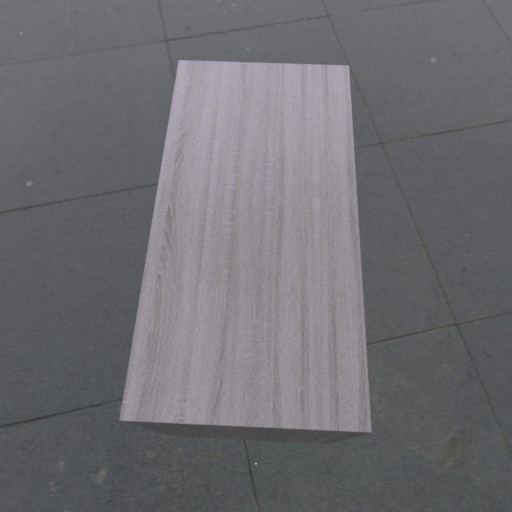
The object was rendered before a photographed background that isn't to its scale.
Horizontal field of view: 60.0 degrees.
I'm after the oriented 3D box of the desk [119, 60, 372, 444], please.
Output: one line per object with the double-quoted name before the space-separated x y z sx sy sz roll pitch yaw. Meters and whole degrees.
"desk" 0.000 0.000 1.838 0.690 0.745 1.380 2 65 1
